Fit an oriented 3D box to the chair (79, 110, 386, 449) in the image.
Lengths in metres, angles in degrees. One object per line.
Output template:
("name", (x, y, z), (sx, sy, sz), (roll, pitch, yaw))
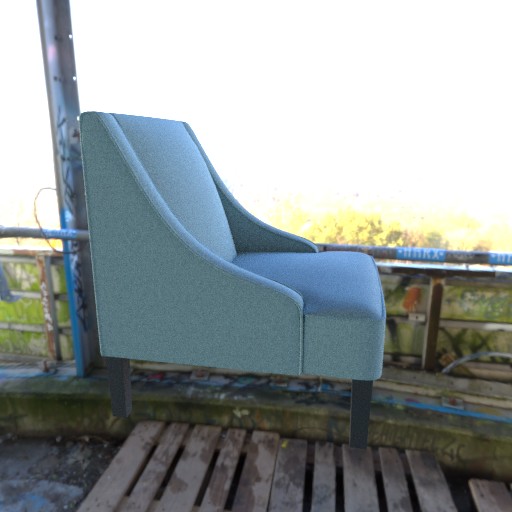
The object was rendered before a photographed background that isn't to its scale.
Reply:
("chair", (0.000, 0.000, 1.871), (1.025, 1.133, 0.857), (3, 15, 11))
